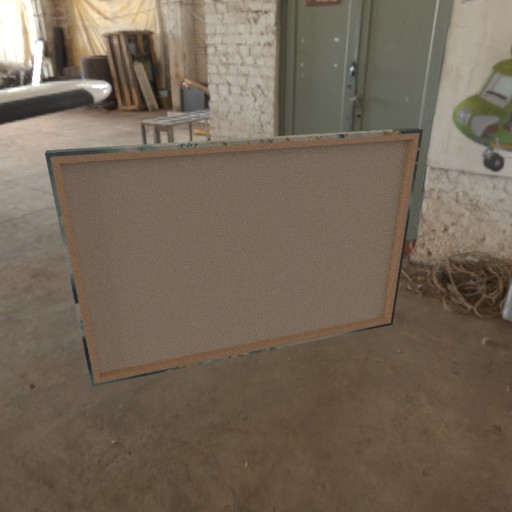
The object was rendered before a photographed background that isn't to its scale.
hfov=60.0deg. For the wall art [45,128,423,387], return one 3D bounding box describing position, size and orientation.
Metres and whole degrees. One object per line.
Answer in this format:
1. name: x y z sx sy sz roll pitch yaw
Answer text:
1. wall art: 0.000 0.000 1.460 1.138 0.759 0.035 -8 26 -17
